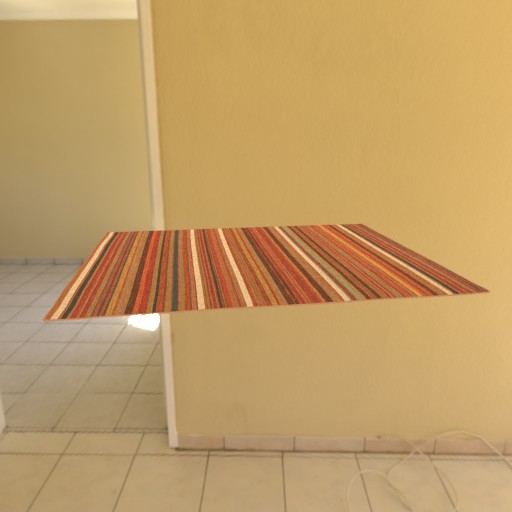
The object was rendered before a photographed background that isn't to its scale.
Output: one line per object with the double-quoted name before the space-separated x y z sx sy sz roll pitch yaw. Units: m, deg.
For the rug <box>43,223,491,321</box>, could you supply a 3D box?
"rug" 0.000 0.000 4.154 3.092 0.023 2.479 -2 16 -8
